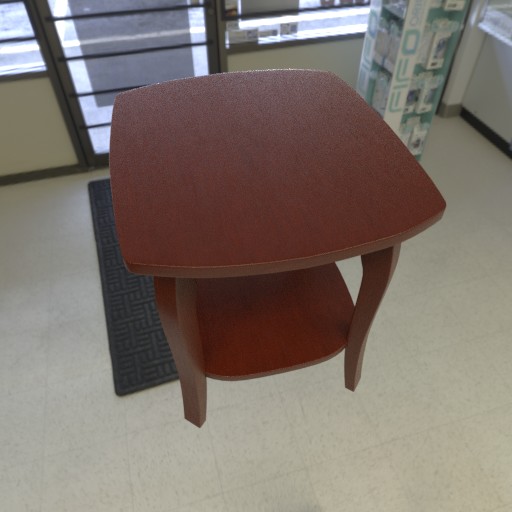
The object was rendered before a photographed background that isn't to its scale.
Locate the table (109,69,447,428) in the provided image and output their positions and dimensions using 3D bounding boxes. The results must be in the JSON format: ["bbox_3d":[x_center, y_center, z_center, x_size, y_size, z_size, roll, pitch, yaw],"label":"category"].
[{"bbox_3d":[0.000,0.000,0.846,0.433,0.496,0.502,-10,47,-9],"label":"table"}]
